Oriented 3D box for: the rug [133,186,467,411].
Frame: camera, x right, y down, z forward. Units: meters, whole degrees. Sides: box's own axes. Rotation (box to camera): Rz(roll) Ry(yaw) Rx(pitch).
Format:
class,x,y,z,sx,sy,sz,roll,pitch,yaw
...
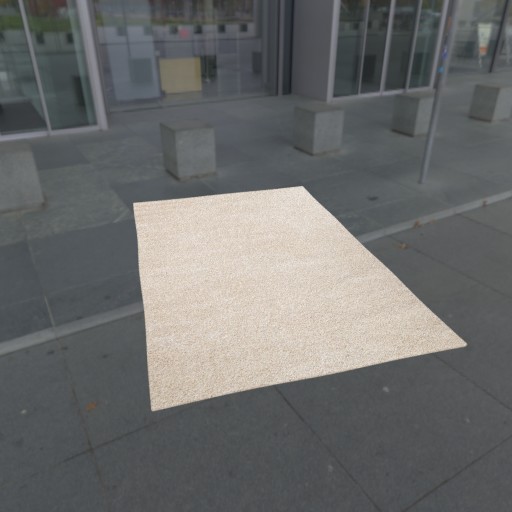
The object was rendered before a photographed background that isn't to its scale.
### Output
class,x,y,z,sx,sy,sz,roll,pitch,yaw
rug,0.000,0.000,3.504,1.800,0.025,2.699,-8,30,-13
